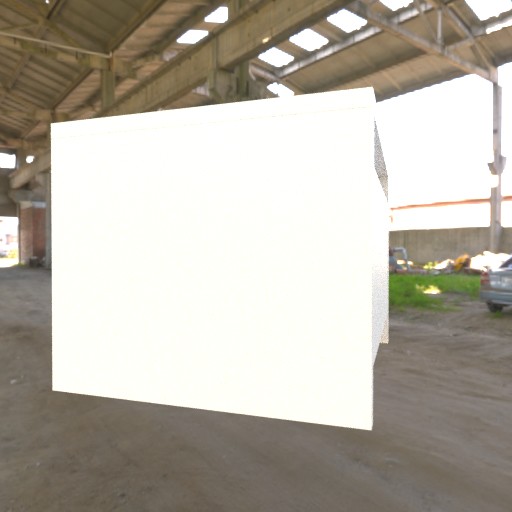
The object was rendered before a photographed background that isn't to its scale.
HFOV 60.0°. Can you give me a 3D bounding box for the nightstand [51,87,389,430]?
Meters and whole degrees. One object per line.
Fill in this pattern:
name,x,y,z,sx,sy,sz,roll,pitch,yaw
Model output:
nightstand,0.000,0.000,0.739,0.408,0.351,0.470,0,1,19
